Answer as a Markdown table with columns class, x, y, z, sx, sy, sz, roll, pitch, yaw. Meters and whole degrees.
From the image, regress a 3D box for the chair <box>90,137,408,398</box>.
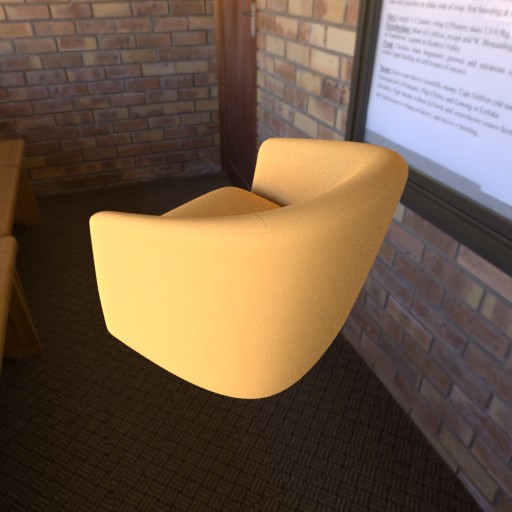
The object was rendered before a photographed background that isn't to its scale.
| class | x | y | z | sx | sy | sz | roll | pitch | yaw |
| --- | --- | --- | --- | --- | --- | --- | --- | --- | --- |
| chair | 0.000 | 0.000 | 1.367 | 0.767 | 0.698 | 0.773 | 22 | 39 | 31 |
